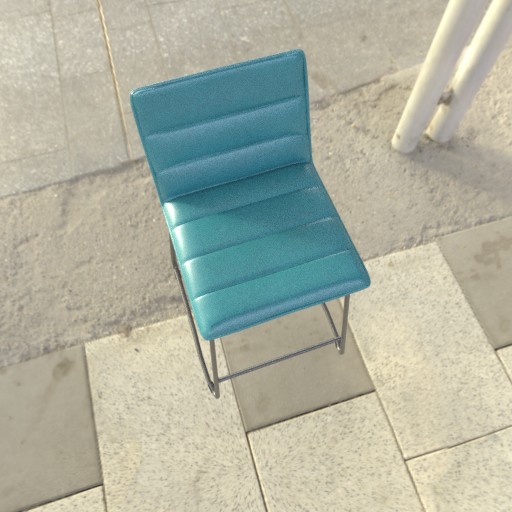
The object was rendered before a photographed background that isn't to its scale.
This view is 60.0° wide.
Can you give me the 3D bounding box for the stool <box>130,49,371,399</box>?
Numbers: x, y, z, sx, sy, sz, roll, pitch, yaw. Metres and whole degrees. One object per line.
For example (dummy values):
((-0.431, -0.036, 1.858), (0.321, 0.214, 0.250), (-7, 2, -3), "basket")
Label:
((0.000, 0.000, 1.209), (0.489, 0.866, 0.524), (-17, 65, -8), "stool")
